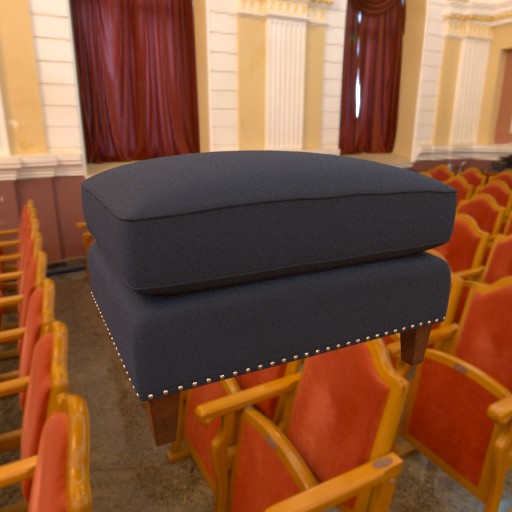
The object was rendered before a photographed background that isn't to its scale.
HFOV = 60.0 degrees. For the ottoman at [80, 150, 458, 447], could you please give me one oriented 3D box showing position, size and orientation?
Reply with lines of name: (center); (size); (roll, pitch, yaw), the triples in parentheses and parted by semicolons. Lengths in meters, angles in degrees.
ottoman: (0.000, 0.000, 1.109); (0.741, 0.513, 0.584); (-8, 18, -26)
